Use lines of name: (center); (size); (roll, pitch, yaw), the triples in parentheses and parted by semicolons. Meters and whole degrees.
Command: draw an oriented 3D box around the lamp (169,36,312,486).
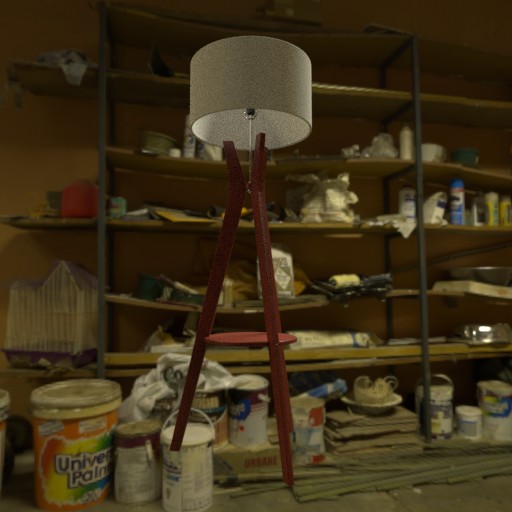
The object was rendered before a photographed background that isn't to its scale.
lamp: (0.000, 0.000, 1.729); (0.539, 1.472, 0.542); (-3, -5, 34)
